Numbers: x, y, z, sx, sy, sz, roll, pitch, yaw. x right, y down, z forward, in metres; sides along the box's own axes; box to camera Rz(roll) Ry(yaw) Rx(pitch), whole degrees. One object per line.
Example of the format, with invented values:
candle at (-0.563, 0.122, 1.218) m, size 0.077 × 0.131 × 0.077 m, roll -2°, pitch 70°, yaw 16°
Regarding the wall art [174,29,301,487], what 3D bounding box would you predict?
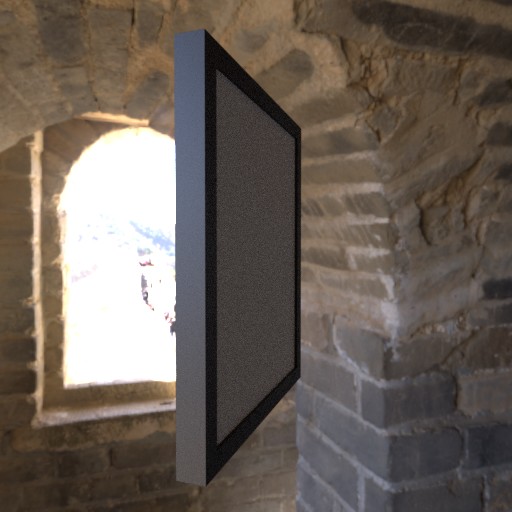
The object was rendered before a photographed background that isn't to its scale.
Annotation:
wall art at (0.000, 0.000, 0.528) m, size 0.029 × 0.381 × 0.330 m, roll 0°, pitch 1°, yaw 20°
